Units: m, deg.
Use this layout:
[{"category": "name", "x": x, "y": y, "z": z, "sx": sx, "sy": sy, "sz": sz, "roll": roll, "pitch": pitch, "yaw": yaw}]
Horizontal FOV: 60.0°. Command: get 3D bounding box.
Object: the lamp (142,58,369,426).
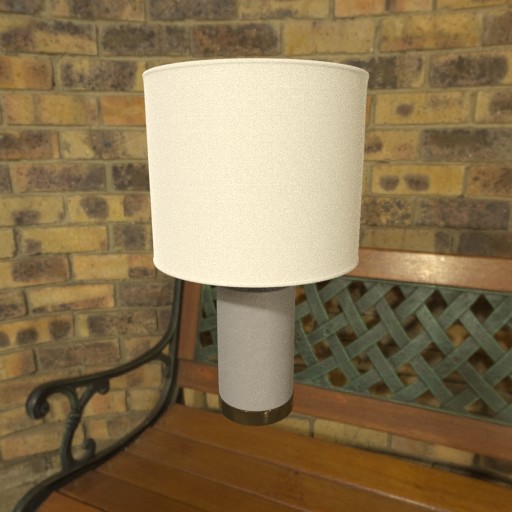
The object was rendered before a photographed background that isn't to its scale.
[{"category": "lamp", "x": 0.000, "y": 0.000, "z": 0.507, "sx": 0.229, "sy": 0.380, "sz": 0.229, "roll": 0, "pitch": 14, "yaw": 0}]
